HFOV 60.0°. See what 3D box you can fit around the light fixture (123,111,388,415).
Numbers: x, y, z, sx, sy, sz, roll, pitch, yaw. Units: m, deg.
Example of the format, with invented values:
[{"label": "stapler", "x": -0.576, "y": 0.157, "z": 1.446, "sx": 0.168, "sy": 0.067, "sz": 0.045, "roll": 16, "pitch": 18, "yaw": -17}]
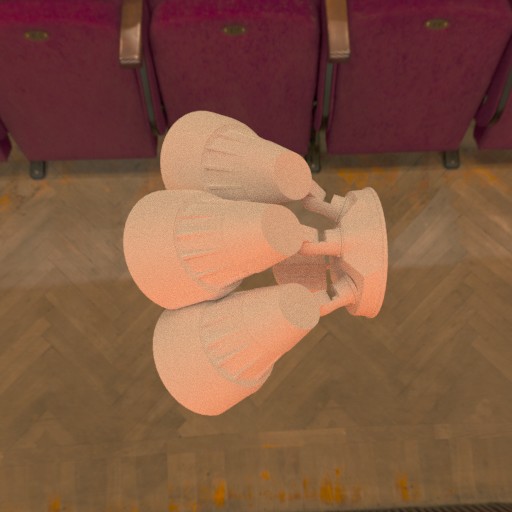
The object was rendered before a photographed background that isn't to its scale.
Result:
[{"label": "light fixture", "x": 0.000, "y": 0.000, "z": 0.552, "sx": 0.278, "sy": 0.237, "sz": 0.369, "roll": -1, "pitch": 74, "yaw": 0}]
